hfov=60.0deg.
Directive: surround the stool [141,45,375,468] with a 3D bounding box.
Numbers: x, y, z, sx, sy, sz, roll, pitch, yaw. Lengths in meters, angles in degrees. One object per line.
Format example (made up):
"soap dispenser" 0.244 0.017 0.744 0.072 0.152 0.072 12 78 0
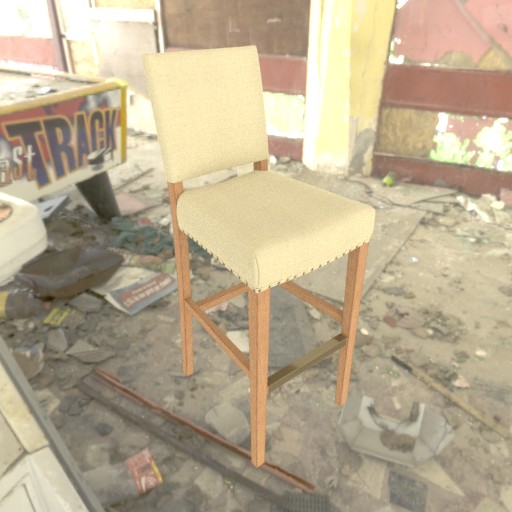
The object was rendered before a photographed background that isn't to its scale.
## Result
"stool" 0.000 0.000 1.385 0.428 1.143 0.546 -22 37 -33
